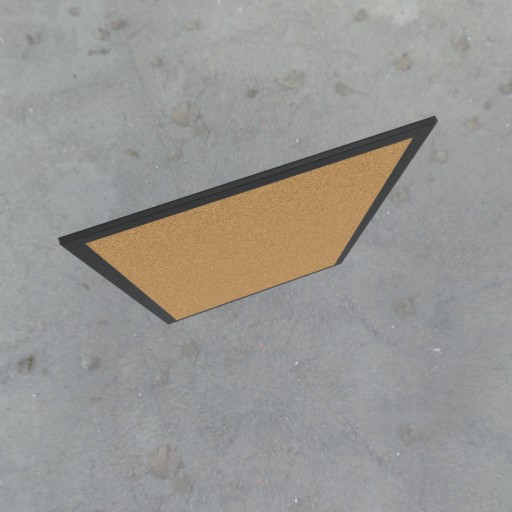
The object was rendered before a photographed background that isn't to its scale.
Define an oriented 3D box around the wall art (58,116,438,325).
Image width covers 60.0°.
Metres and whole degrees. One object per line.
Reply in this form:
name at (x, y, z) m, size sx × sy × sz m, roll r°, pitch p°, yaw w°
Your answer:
wall art at (0.000, 0.000, 1.245) m, size 0.707 × 0.967 × 0.013 m, roll -19°, pitch 74°, yaw -6°
